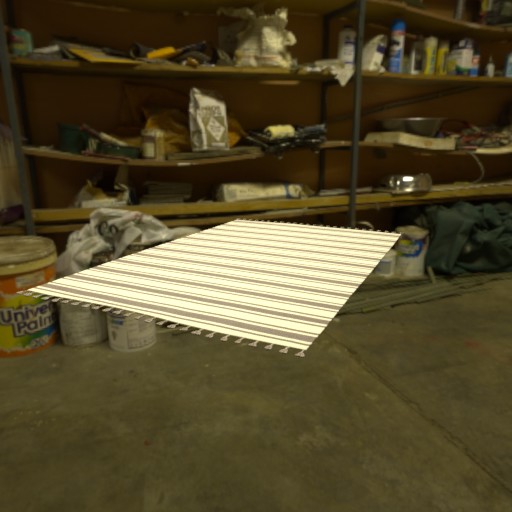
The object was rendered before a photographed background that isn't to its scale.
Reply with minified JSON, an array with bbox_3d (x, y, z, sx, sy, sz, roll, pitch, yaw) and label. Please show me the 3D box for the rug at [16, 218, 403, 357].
[{"bbox_3d":[0.000,0.000,2.980,1.563,0.014,2.425,7,17,25],"label":"rug"}]
